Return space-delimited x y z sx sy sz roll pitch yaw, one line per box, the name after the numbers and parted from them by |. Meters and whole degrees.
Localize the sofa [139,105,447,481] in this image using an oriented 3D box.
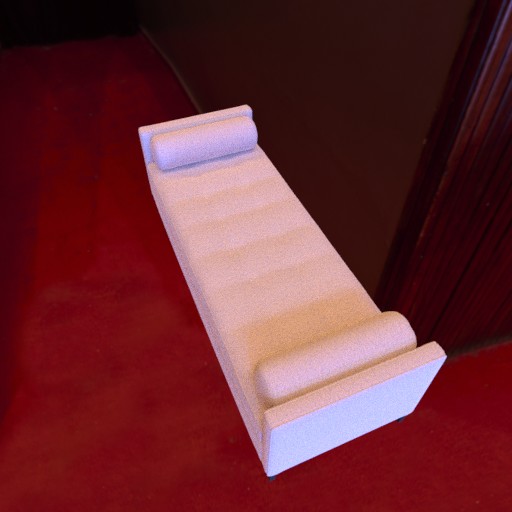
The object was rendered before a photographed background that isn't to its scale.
0.000 0.000 2.375 0.746 0.641 1.985 -17 50 -15 | sofa
